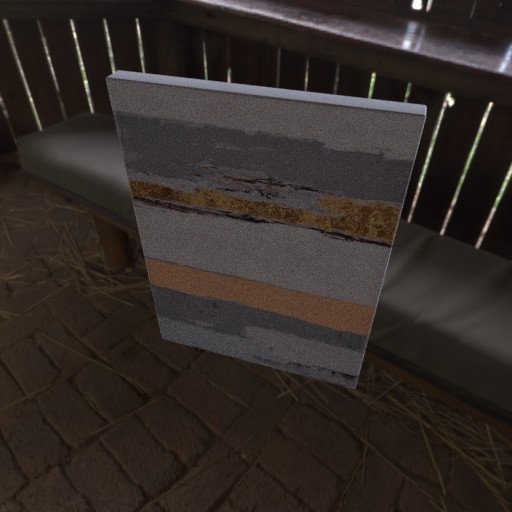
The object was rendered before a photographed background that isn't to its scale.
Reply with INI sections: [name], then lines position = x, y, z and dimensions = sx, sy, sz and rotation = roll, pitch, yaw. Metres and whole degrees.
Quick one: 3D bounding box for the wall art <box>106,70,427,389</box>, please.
[wall art]
position = 0.000, 0.000, 0.816
dimensions = 0.456, 0.609, 0.038
rotation = 12, 42, 13
